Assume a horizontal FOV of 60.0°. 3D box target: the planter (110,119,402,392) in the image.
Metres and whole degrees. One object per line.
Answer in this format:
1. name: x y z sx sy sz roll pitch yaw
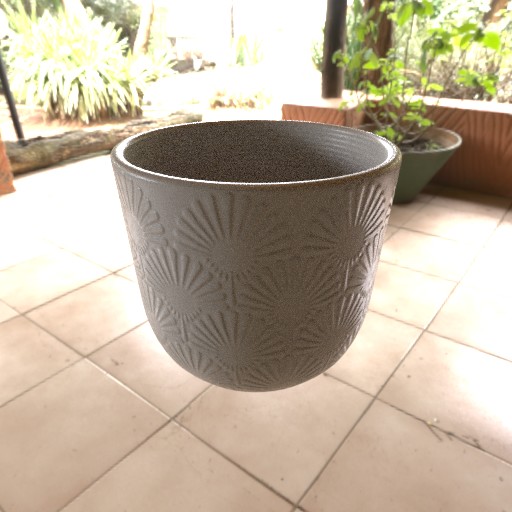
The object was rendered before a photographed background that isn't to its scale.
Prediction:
1. planter: 0.000 0.000 0.301 0.170 0.152 0.170 0 27 0
